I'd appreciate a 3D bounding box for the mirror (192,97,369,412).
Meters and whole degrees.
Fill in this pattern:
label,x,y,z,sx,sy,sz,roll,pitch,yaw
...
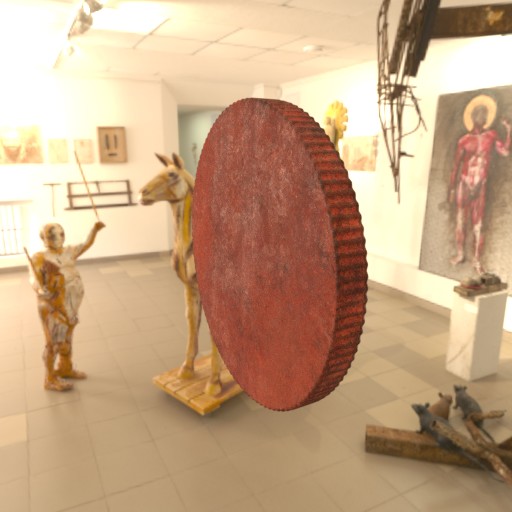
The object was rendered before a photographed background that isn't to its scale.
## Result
label,x,y,z,sx,sy,sz,roll,pitch,yaw
mirror,0.000,0.000,0.908,0.056,0.609,0.609,-7,15,-27
